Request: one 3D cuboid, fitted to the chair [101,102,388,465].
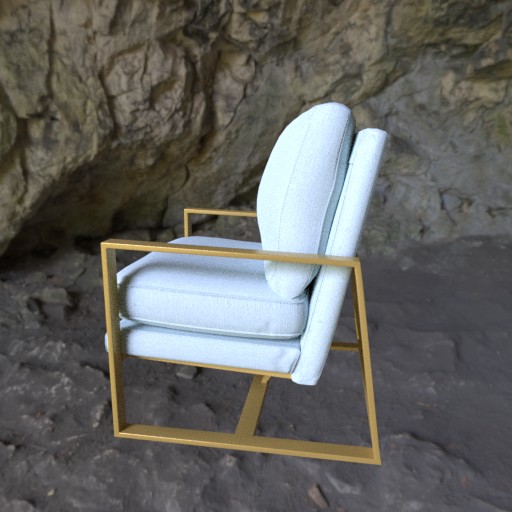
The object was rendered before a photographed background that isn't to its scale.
[{"bbox_3d":[0.000,0.000,1.514,0.813,0.956,0.758,2,14,9],"label":"chair"}]
